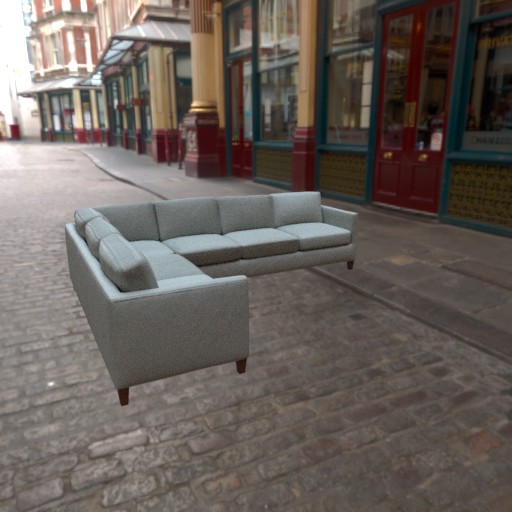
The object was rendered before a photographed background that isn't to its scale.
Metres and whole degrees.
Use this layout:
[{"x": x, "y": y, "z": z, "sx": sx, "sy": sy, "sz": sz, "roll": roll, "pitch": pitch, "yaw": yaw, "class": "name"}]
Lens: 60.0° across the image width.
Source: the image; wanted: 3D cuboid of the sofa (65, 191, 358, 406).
[{"x": 0.000, "y": 0.000, "z": 4.439, "sx": 3.301, "sy": 0.947, "sz": 2.592, "roll": -8, "pitch": 17, "yaw": -27, "class": "sofa"}]
